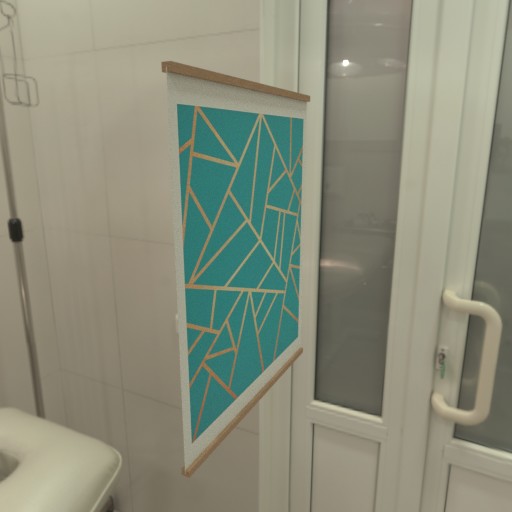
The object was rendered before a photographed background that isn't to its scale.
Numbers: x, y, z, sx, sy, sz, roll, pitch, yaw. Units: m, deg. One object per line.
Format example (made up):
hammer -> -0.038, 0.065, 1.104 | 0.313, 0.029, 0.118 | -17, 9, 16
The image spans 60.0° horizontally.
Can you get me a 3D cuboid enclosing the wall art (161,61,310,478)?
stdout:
wall art -> 0.000, 0.000, 0.696 | 0.012, 0.508, 0.405 | 7, 16, 26
